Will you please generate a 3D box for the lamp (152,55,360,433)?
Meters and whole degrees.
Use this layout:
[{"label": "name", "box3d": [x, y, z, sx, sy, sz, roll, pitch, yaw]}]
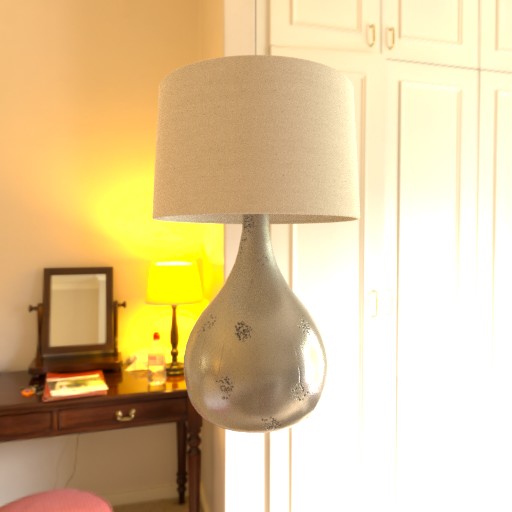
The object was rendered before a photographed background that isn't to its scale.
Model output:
[{"label": "lamp", "box3d": [0.000, 0.000, 0.723, 0.330, 0.521, 0.330, 0, 2, 0]}]
